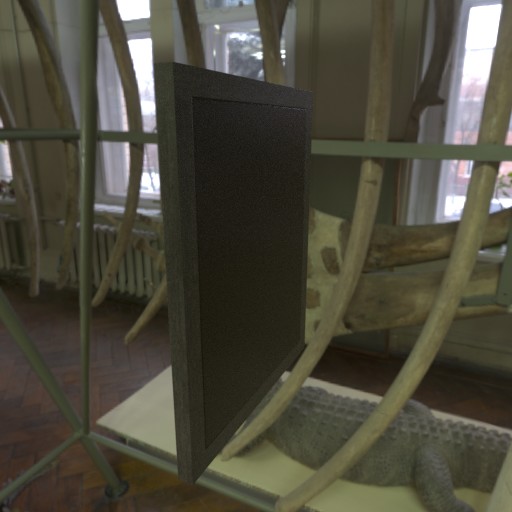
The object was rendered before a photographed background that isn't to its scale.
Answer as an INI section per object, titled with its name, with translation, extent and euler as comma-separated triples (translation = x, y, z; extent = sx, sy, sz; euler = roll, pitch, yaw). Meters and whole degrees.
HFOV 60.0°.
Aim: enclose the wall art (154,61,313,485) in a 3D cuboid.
[wall art]
translation = 0.000, 0.000, 0.789
extent = 0.027, 0.580, 0.479
euler = 8, 18, 25
